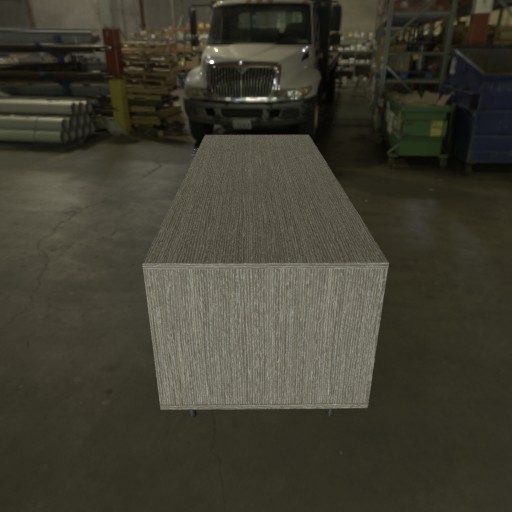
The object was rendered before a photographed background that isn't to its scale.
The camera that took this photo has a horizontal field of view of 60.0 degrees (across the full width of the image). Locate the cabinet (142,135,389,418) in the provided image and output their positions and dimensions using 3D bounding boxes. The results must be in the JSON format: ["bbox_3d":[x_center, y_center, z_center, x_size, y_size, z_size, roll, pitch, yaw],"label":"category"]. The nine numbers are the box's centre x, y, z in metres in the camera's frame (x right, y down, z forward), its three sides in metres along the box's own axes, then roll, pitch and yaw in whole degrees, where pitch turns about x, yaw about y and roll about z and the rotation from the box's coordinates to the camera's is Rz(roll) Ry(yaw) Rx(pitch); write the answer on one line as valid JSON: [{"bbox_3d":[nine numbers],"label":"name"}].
[{"bbox_3d":[0.000,0.000,1.569,0.500,0.599,1.300,0,26,-1],"label":"cabinet"}]
